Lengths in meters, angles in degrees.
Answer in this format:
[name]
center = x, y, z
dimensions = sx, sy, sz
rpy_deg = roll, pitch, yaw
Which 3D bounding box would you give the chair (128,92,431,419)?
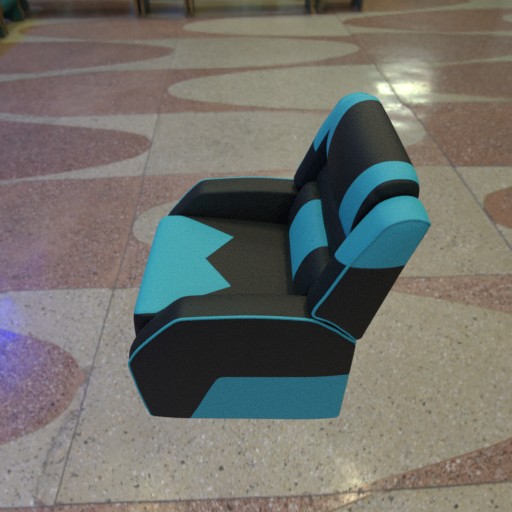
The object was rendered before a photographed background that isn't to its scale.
[chair]
center = 0.000, 0.000, 1.291
dimensions = 0.672, 0.805, 0.620
rpy_deg = 0, 42, 0
